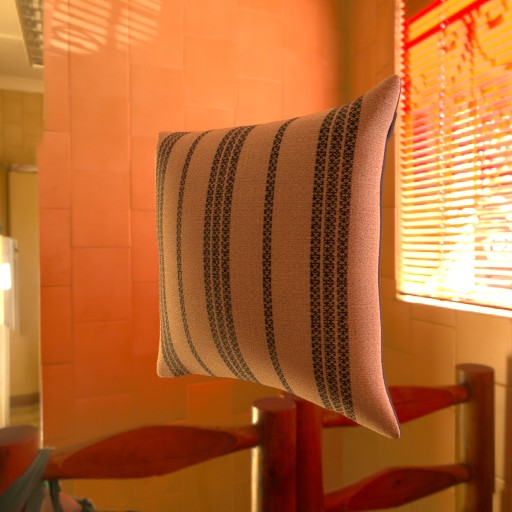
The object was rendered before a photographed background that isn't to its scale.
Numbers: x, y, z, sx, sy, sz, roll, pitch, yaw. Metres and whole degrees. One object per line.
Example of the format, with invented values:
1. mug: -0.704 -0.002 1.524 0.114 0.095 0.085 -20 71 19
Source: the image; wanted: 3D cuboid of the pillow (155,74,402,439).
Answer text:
1. pillow: 0.000 0.000 0.614 0.405 0.406 0.173 1 1 37
